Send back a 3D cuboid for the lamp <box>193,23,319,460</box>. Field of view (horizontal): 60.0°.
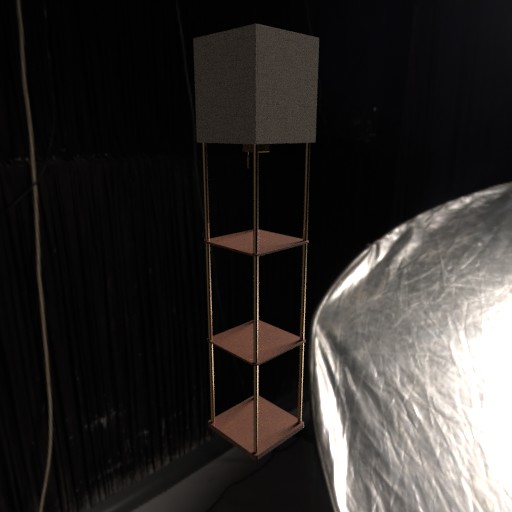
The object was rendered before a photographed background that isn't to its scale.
[{"bbox_3d":[0.000,0.000,1.750,0.308,1.569,0.310,-15,22,-42],"label":"lamp"}]
